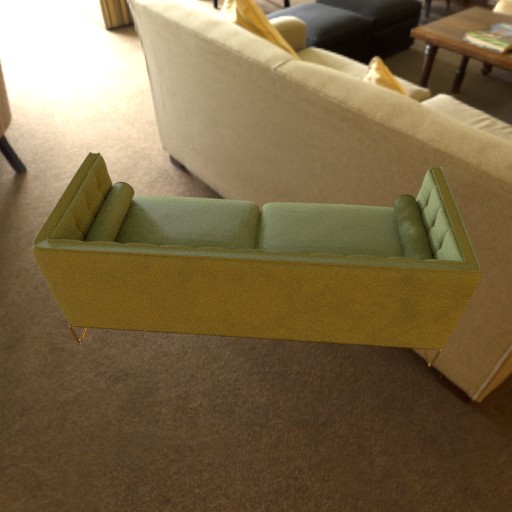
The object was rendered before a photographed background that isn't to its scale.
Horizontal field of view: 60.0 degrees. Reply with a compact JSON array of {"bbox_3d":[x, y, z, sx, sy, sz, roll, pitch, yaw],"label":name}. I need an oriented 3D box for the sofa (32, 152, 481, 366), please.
[{"bbox_3d":[0.000,0.000,2.550,2.087,0.789,0.867,3,45,3],"label":"sofa"}]
